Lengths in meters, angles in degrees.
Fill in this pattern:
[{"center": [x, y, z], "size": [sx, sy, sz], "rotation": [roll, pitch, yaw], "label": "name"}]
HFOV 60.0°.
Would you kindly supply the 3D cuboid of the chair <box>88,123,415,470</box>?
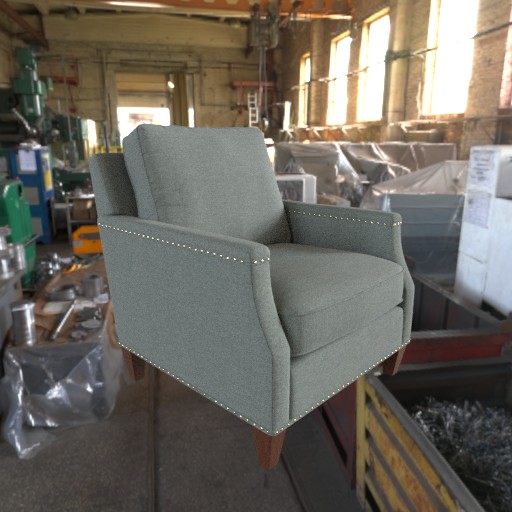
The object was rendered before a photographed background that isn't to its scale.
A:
[{"center": [0.000, 0.000, 1.801], "size": [1.031, 1.031, 0.885], "rotation": [14, 20, 42], "label": "chair"}]
